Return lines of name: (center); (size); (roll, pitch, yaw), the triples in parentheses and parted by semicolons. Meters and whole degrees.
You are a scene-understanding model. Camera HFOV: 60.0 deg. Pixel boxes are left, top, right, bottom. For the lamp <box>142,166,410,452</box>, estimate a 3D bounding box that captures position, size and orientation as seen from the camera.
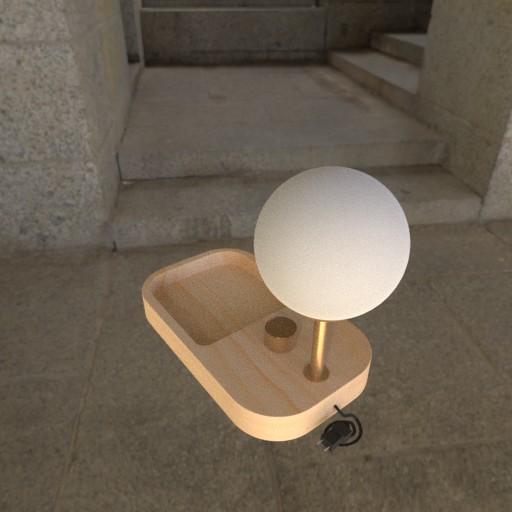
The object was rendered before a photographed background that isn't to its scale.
lamp: (0.000, 0.000, 0.469); (0.173, 0.253, 0.331); (-22, 39, -31)
